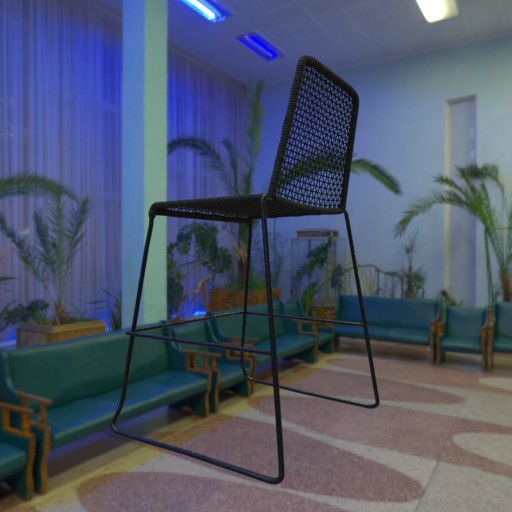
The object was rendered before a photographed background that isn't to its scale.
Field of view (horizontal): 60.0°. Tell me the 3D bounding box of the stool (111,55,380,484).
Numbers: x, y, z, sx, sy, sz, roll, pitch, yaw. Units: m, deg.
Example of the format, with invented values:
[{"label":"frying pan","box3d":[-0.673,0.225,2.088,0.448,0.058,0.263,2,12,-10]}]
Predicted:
[{"label":"stool","box3d":[0.000,0.000,1.224,0.509,0.905,0.590,0,0,36]}]
